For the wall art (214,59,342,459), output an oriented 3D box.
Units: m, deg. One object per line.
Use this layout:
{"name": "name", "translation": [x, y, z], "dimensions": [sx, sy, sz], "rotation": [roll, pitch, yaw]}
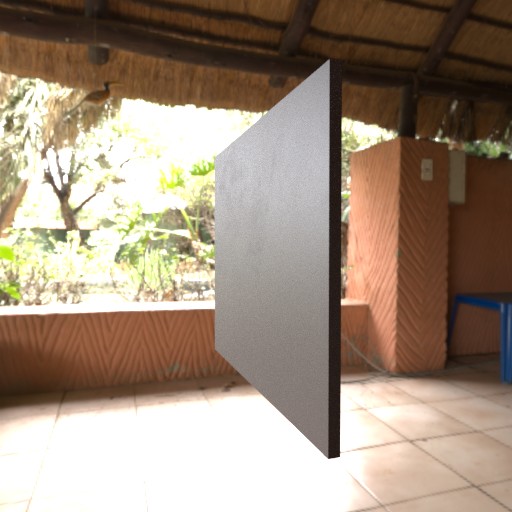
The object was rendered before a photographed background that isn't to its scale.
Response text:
{"name": "wall art", "translation": [0.000, 0.000, 1.632], "dimensions": [0.034, 0.952, 1.207], "rotation": [0, 1, -18]}
